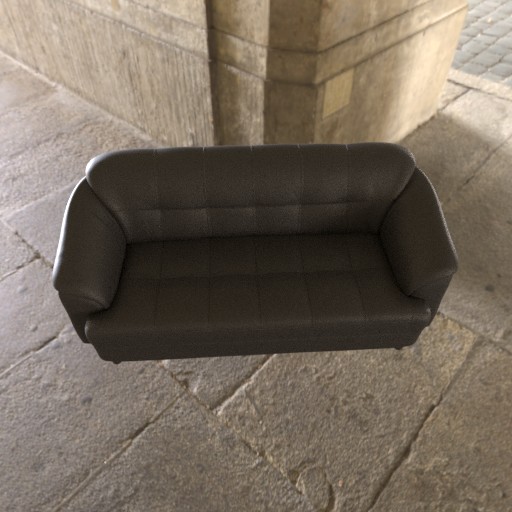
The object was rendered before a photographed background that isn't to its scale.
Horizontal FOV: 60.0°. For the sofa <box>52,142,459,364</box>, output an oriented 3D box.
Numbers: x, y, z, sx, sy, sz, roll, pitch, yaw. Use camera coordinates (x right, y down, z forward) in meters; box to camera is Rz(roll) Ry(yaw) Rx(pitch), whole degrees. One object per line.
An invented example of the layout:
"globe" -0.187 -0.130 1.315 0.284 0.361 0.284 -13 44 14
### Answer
"sofa" 0.000 0.000 2.236 1.829 0.811 0.800 -2 47 -2
